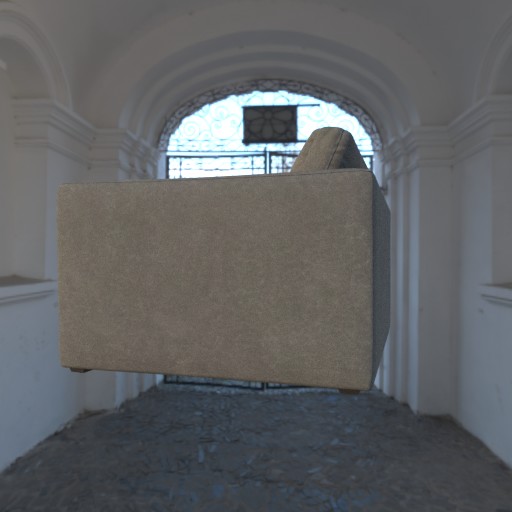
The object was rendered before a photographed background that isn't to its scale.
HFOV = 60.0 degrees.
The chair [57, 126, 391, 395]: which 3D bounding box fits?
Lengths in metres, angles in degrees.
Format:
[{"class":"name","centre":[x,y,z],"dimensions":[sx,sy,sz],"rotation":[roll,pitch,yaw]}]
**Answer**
[{"class":"chair","centre":[0.000,0.000,1.905],"dimensions":[1.091,0.845,1.190],"rotation":[0,0,19]}]
